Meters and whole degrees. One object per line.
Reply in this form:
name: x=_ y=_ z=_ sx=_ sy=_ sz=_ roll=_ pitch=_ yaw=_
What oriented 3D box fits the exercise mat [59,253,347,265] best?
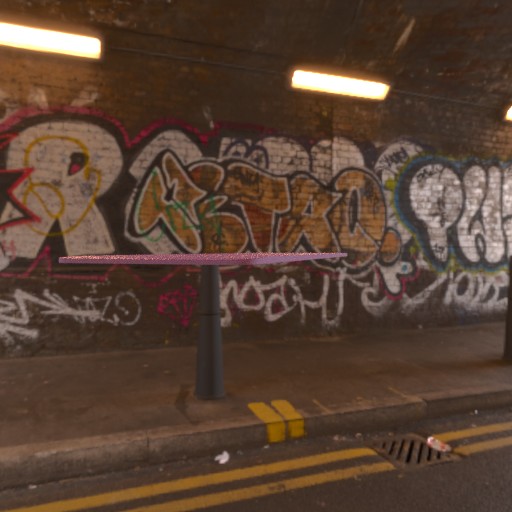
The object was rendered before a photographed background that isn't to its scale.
exercise mat: x=0.000 y=0.000 z=2.043 sx=0.616 sy=0.021 sz=1.869 roll=0 pitch=1 yaw=19
